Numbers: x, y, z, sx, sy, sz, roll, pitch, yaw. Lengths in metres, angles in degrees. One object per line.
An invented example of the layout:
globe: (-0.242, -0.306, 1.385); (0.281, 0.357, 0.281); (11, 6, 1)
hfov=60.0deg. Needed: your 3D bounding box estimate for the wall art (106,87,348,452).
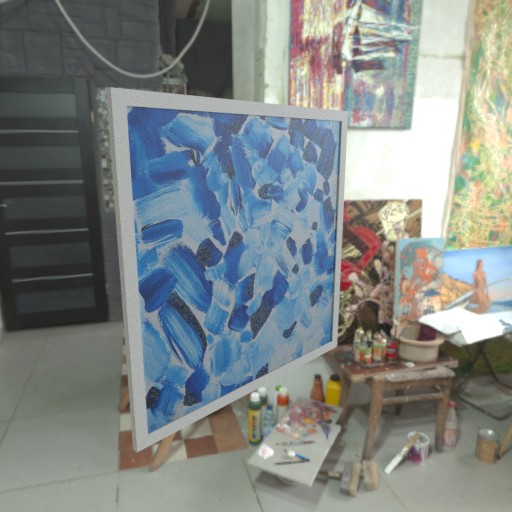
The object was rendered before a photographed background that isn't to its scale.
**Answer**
wall art: (0.000, 0.000, 1.004); (0.015, 0.660, 0.660); (13, 19, 43)
